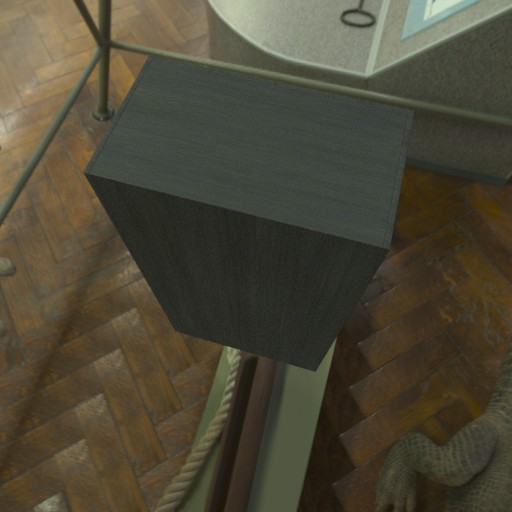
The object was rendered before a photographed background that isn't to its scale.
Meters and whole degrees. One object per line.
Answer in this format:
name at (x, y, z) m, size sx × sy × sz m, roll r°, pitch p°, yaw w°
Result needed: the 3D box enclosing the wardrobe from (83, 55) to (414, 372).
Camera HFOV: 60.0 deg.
wardrobe at (0.000, 0.000, 2.297) m, size 0.991 × 1.808 × 0.577 m, roll 15°, pitch 65°, yaw 7°
